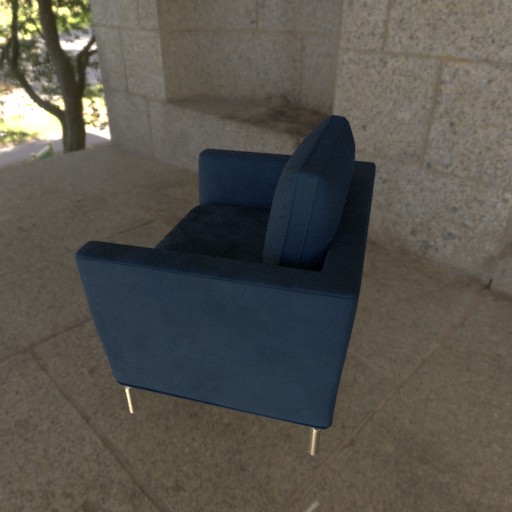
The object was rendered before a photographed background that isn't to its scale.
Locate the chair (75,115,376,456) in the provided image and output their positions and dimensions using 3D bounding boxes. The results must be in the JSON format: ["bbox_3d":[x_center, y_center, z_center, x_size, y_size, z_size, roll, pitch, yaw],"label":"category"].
[{"bbox_3d":[0.000,0.000,1.586,0.746,0.893,0.977,8,31,13],"label":"chair"}]
